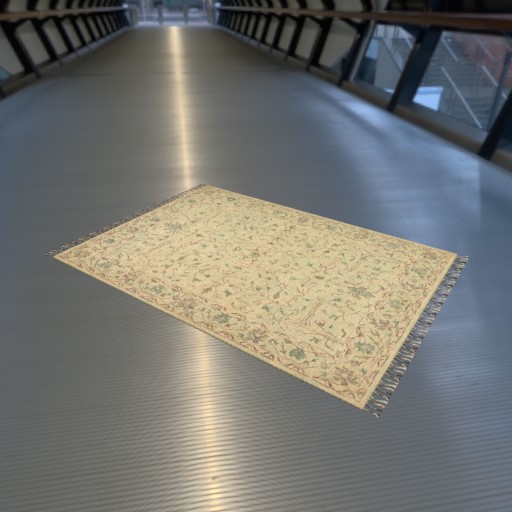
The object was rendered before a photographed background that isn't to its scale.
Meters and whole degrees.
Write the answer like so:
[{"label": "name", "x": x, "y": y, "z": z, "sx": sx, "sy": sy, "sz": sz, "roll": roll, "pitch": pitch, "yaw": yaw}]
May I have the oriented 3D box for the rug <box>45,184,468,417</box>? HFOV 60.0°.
[{"label": "rug", "x": 0.000, "y": 0.000, "z": 2.277, "sx": 1.802, "sy": 0.008, "sz": 1.247, "roll": 20, "pitch": 36, "yaw": 30}]
